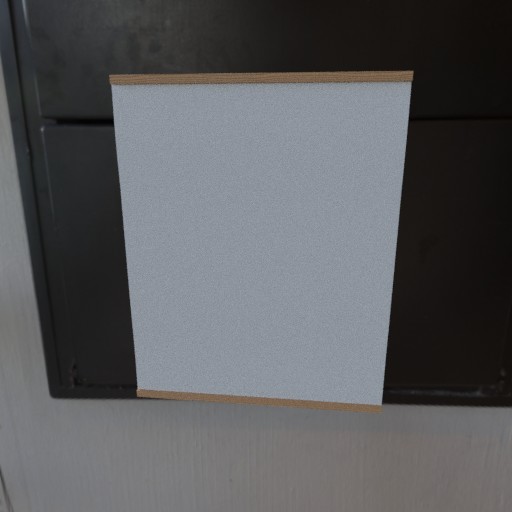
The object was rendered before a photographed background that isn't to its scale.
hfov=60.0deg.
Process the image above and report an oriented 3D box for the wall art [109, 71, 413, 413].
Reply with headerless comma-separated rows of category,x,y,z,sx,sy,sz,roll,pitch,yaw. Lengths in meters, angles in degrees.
wall art,0.000,0.000,0.662,0.404,0.507,0.010,2,17,6
